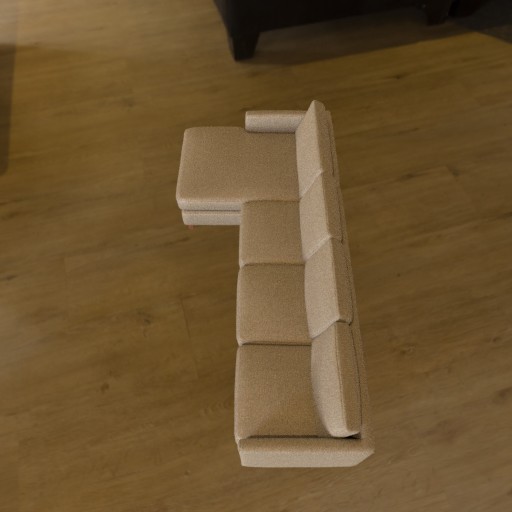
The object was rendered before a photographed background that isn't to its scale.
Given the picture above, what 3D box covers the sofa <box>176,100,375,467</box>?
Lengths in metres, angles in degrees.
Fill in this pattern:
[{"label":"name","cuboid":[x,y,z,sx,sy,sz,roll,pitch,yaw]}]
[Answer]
[{"label":"sofa","cuboid":[0.000,0.000,3.765,1.502,0.876,3.201,0,57,0]}]
